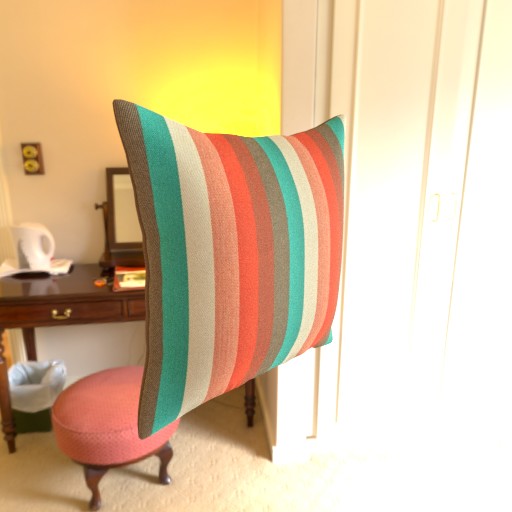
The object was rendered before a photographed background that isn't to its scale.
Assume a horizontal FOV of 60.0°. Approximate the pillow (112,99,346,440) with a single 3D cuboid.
[{"bbox_3d":[0.000,0.000,0.698,0.168,0.443,0.453,14,20,43],"label":"pillow"}]
